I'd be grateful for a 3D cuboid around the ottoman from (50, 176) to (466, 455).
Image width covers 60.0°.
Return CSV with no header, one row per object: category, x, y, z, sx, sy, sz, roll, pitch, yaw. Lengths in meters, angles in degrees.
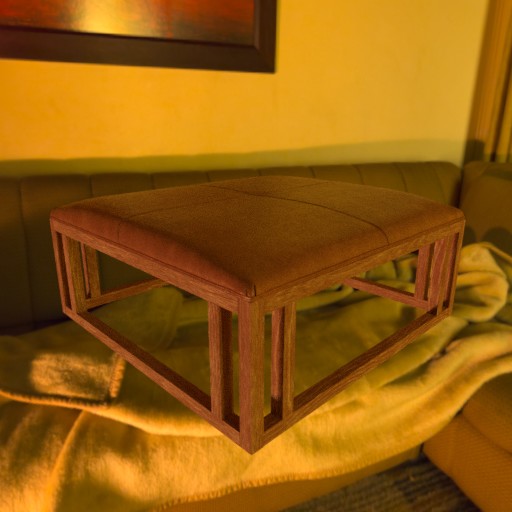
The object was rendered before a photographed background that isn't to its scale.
ottoman,0.000,0.000,1.557,1.016,0.442,1.013,-16,24,-42
